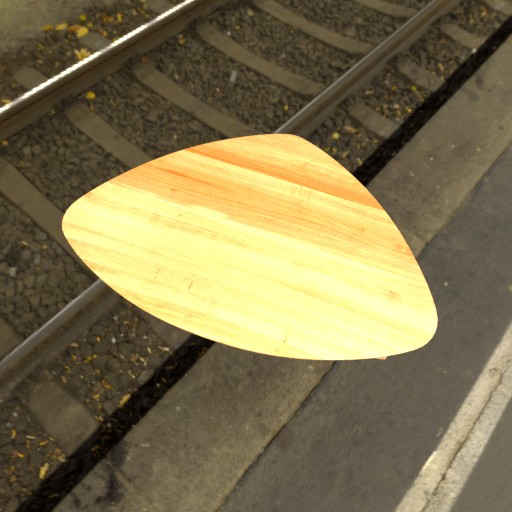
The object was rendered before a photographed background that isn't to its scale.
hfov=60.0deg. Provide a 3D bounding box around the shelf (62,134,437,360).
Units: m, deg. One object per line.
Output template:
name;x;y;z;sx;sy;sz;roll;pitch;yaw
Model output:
shelf;0.000;0.000;1.666;1.240;0.439;0.863;17;60;10
